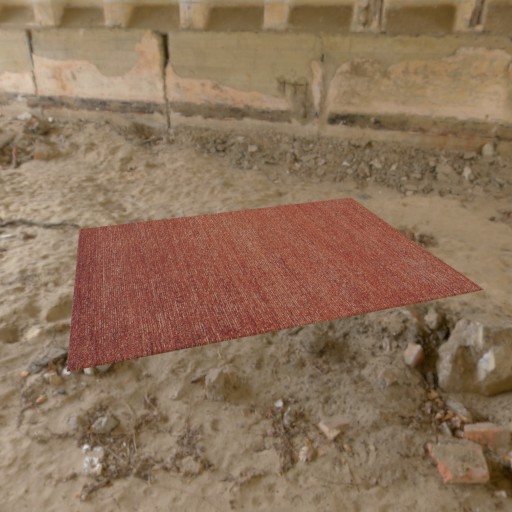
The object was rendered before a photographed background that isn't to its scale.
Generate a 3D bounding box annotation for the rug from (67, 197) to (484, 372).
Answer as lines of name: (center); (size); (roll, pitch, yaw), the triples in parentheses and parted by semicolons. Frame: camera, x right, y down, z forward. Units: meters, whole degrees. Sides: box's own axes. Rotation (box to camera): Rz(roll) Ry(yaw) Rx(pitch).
rug: (0.000, 0.000, 5.145); (3.965, 0.025, 2.803); (-8, 29, -15)
